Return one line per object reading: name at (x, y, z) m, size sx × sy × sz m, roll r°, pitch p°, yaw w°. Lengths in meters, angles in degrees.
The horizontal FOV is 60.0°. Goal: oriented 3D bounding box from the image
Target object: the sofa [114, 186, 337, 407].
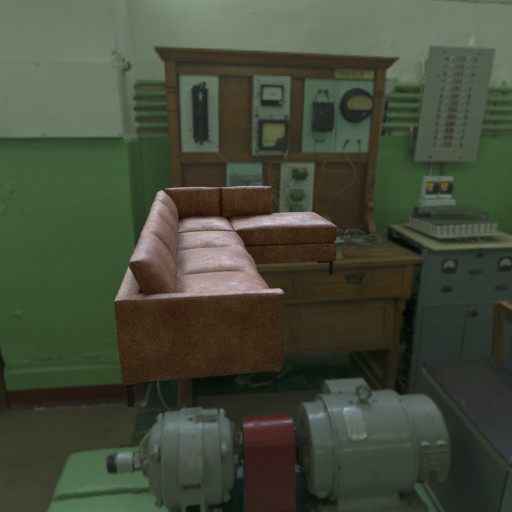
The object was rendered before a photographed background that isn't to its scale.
sofa at (0.000, 0.000, 3.859) m, size 1.938 × 0.877 × 2.984 m, roll -3°, pitch 16°, yaw -9°
